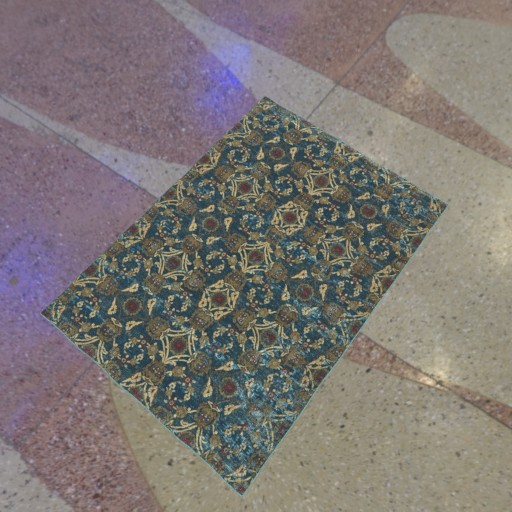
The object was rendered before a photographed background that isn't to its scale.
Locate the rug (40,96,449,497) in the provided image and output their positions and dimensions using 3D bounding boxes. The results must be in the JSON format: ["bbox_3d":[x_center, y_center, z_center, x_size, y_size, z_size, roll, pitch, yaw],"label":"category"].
[{"bbox_3d":[0.000,0.000,2.819,1.567,0.014,2.207,36,70,15],"label":"rug"}]
